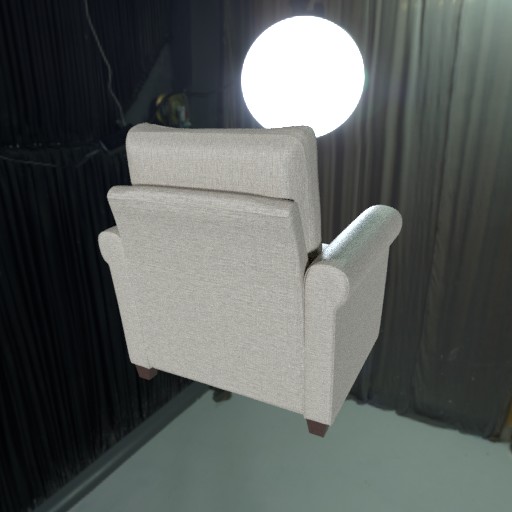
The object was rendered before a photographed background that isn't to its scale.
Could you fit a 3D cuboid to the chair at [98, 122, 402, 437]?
[{"bbox_3d":[0.000,0.000,2.337,1.275,1.349,1.180,9,20,26],"label":"chair"}]
